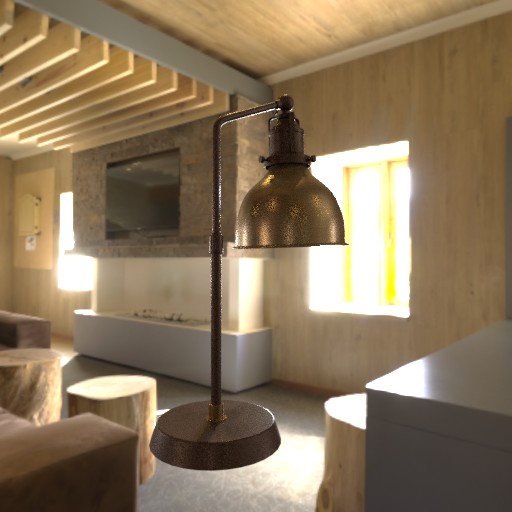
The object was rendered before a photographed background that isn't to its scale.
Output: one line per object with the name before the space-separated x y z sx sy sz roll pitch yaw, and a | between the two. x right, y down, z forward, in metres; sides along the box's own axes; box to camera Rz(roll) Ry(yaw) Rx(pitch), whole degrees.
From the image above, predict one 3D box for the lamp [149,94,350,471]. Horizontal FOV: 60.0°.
lamp | 0.000 0.000 0.608 0.298 0.469 0.175 0 0 -36
